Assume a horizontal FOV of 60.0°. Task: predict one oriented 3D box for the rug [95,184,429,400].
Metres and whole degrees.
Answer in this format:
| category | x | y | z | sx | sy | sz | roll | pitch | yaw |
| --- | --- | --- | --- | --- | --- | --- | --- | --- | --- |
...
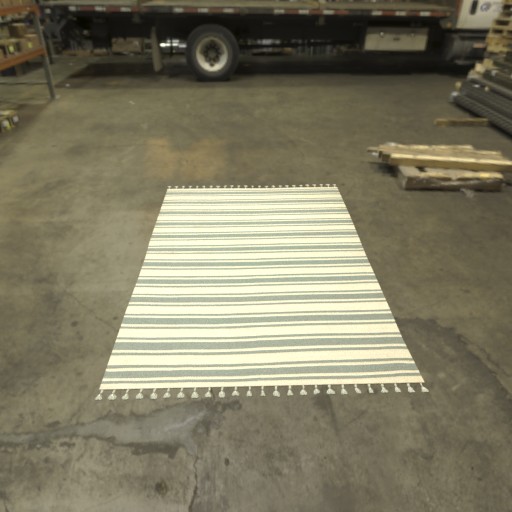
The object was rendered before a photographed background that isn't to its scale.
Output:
| category | x | y | z | sx | sy | sz | roll | pitch | yaw |
| --- | --- | --- | --- | --- | --- | --- | --- | --- | --- |
| rug | 0.000 | 0.000 | 3.044 | 1.539 | 0.011 | 2.410 | -1 | 33 | -1 |
